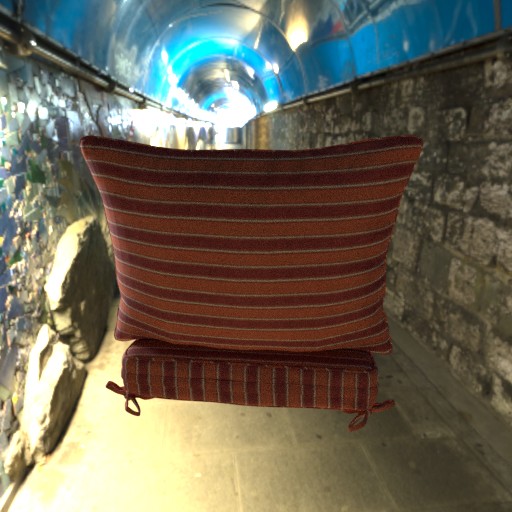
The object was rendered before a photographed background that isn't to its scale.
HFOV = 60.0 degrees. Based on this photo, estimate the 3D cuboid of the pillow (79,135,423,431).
[{"bbox_3d":[0.000,0.000,1.369,0.799,0.723,0.733,2,16,6],"label":"pillow"}]
